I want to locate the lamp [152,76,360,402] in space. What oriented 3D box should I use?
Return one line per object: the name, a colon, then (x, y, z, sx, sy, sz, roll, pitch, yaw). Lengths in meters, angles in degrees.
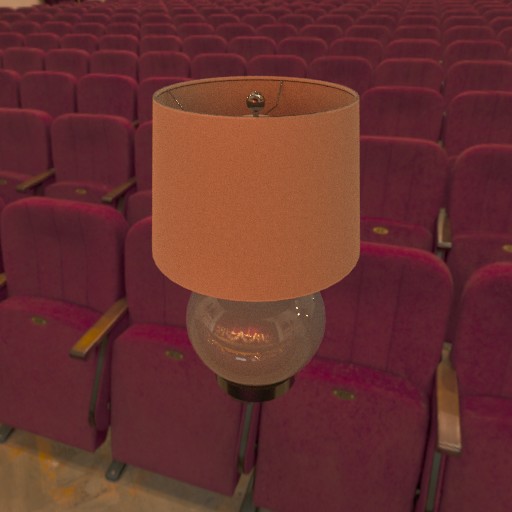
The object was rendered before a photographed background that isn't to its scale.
lamp: (0.000, 0.000, 0.548, 0.247, 0.387, 0.247, 0, 31, 0)
